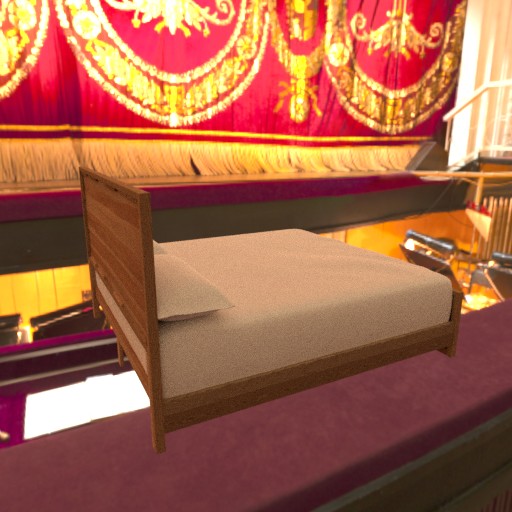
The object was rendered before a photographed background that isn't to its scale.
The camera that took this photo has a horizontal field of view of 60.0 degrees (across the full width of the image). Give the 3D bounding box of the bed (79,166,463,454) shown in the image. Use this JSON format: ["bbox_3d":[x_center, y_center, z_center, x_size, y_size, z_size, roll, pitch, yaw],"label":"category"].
[{"bbox_3d":[0.000,0.000,3.388,2.184,1.295,2.013,-8,17,-27],"label":"bed"}]
